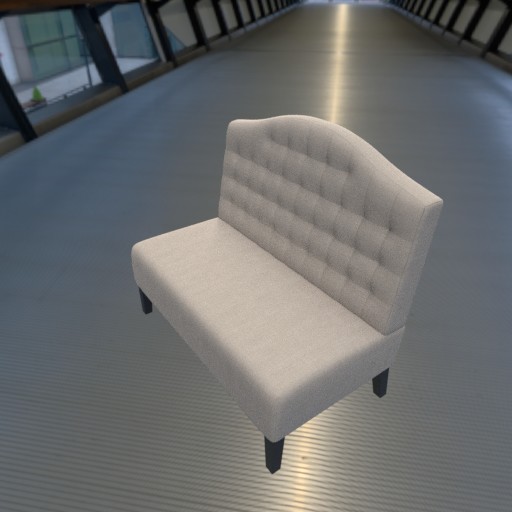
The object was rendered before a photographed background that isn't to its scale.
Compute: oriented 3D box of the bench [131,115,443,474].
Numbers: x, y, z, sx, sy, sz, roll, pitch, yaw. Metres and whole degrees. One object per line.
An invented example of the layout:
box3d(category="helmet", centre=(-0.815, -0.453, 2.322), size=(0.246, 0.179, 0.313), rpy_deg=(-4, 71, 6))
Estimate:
box3d(category="bench", centre=(0.000, 0.000, 2.141), size=(0.815, 1.180, 1.335), rpy_deg=(-21, 38, -30))
